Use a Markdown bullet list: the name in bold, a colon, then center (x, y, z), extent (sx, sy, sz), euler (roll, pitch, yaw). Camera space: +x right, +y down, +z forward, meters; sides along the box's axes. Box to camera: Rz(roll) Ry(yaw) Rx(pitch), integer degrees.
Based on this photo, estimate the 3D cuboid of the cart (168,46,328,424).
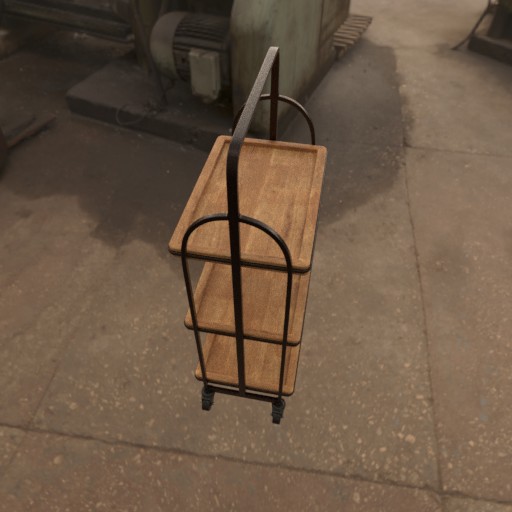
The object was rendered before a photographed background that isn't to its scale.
- **cart**: center (0.000, 0.000, 1.275), extent (0.327, 1.001, 0.553), euler (8, 48, 7)
